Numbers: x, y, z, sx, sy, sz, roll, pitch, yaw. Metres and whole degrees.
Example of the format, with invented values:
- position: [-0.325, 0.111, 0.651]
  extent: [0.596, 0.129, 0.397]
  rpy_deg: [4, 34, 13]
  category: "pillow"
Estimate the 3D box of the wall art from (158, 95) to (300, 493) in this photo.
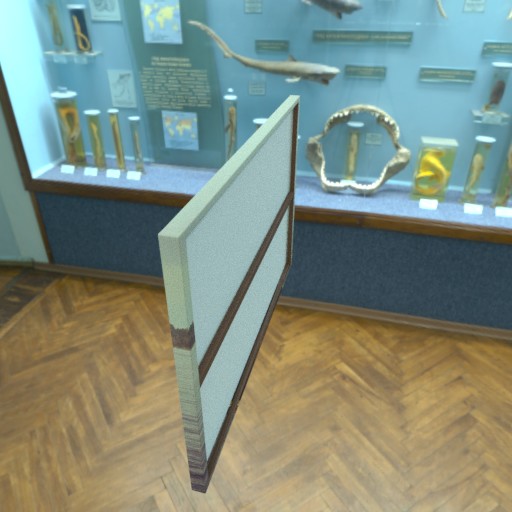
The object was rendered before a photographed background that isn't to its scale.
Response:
- position: [0.000, 0.000, 1.428]
  extent: [0.040, 0.765, 1.149]
  rpy_deg: [8, 33, 13]
  category: "wall art"
